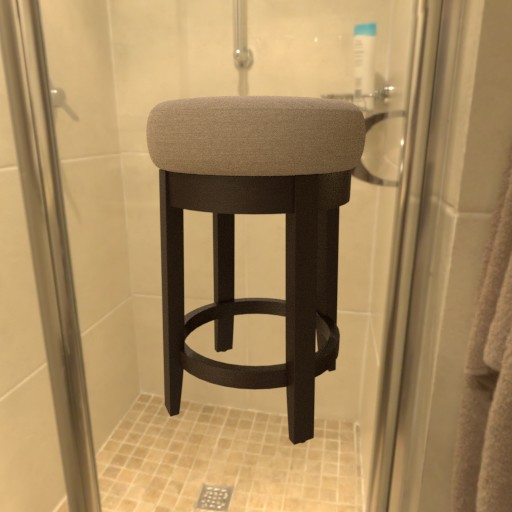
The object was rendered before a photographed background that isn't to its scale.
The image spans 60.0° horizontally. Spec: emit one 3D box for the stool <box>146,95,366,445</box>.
[{"bbox_3d":[0.000,0.000,0.992,0.443,0.672,0.443,0,16,0],"label":"stool"}]
